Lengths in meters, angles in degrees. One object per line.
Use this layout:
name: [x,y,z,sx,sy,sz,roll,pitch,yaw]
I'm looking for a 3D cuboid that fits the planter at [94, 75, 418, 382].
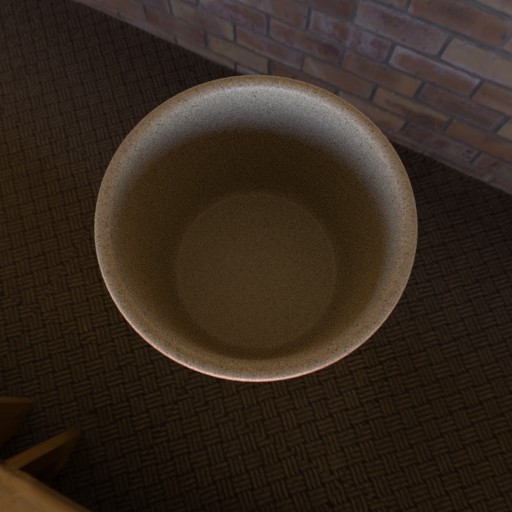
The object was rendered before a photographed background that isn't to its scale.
planter: [0.000,0.000,0.424,0.227,0.235,0.227,0,75,0]
